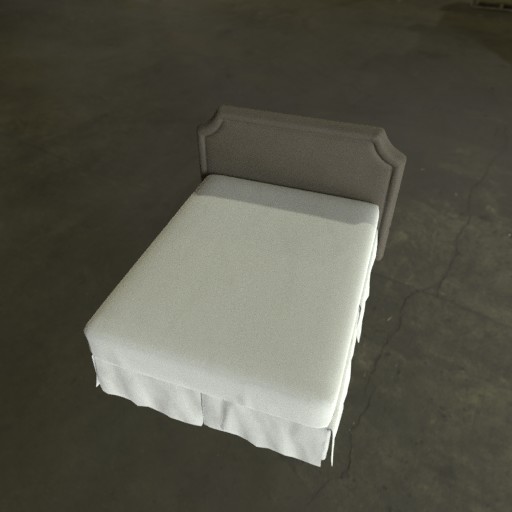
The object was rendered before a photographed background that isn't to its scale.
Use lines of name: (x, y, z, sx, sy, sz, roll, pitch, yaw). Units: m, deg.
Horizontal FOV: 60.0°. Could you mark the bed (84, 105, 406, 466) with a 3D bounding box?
bed: (0.000, 0.000, 3.291, 1.831, 1.297, 2.181, 13, 43, 14)
